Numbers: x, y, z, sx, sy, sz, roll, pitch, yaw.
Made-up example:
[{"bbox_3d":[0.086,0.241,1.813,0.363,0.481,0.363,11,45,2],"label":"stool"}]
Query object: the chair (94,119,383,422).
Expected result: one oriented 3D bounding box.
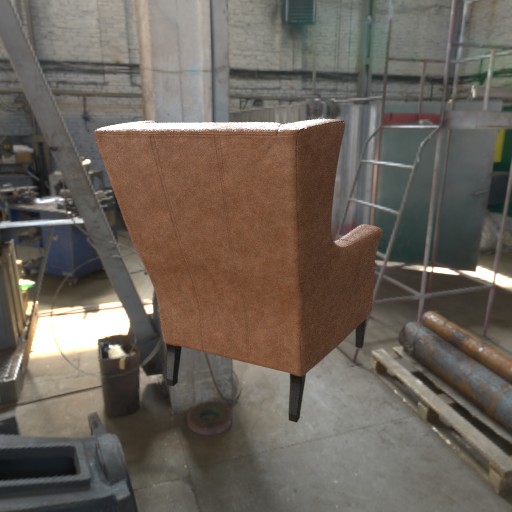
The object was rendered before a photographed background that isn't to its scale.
[{"bbox_3d":[0.000,0.000,1.742,0.853,1.016,0.926,8,18,25],"label":"chair"}]
